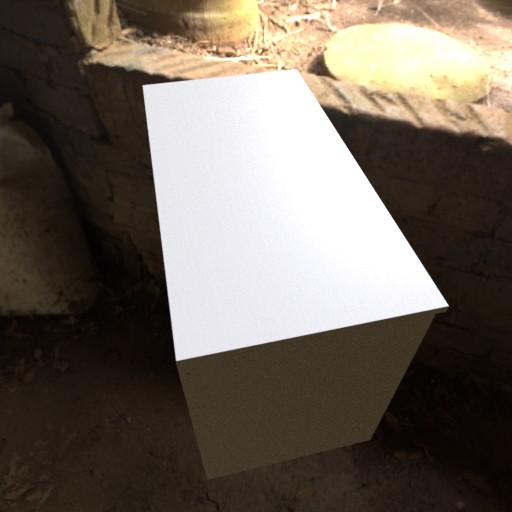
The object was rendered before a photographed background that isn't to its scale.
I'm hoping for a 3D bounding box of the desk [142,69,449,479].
[{"bbox_3d":[0.000,0.000,1.497,0.560,0.730,1.100,-10,48,-9],"label":"desk"}]
